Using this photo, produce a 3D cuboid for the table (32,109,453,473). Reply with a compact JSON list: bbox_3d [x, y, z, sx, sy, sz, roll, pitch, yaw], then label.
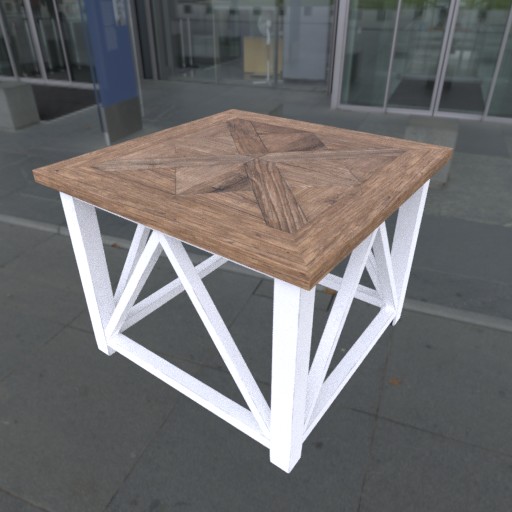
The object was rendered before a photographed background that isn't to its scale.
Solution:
[{"bbox_3d":[0.000,0.000,1.170,0.700,0.532,0.700,21,37,30],"label":"table"}]
